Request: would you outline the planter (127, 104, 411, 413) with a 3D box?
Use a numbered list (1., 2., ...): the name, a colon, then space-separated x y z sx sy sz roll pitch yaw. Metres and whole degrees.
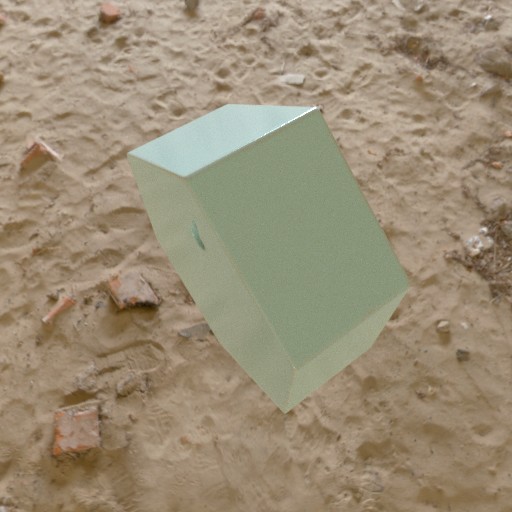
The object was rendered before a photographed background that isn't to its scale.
1. planter: 0.000 0.000 0.293 0.078 0.207 0.169 -32 64 -18
